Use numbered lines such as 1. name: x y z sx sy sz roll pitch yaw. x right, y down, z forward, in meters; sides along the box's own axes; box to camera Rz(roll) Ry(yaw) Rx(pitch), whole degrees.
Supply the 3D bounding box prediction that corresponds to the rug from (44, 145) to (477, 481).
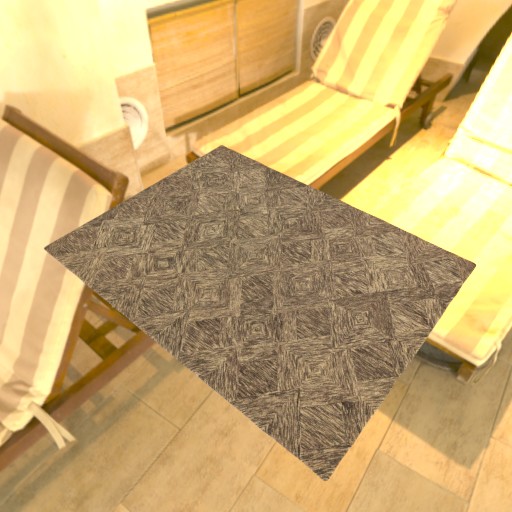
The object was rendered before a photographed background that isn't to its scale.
1. rug: 0.000 0.000 4.098 3.204 0.017 2.448 31 52 28
